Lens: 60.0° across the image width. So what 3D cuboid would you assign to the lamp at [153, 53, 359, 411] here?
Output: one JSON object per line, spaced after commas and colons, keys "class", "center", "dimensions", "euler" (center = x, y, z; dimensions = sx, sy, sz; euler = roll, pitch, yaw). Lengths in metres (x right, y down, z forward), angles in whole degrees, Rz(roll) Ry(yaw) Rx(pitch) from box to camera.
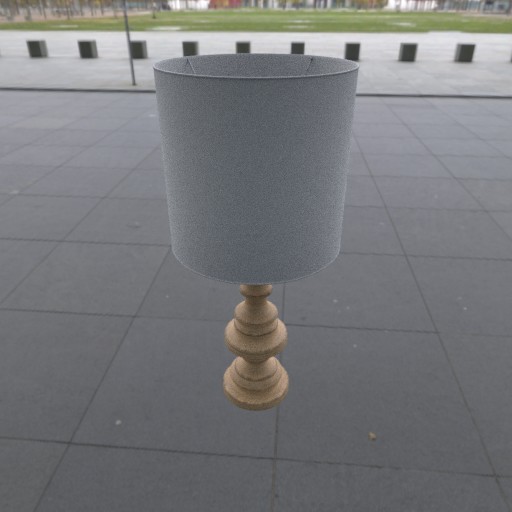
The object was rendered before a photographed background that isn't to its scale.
{"class": "lamp", "center": [0.000, 0.000, 0.567], "dimensions": [0.208, 0.455, 0.208], "euler": [10, 31, 17]}
